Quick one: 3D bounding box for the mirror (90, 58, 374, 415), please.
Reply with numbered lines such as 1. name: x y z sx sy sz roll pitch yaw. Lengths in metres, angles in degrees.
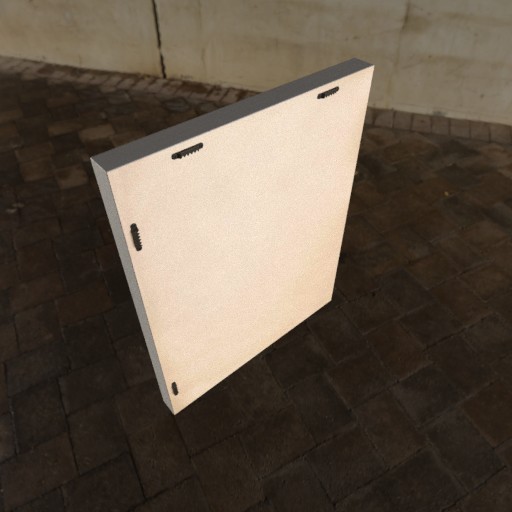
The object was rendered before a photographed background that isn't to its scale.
1. mirror: 0.000 0.000 0.707 0.405 0.508 0.041 -31 52 -28
